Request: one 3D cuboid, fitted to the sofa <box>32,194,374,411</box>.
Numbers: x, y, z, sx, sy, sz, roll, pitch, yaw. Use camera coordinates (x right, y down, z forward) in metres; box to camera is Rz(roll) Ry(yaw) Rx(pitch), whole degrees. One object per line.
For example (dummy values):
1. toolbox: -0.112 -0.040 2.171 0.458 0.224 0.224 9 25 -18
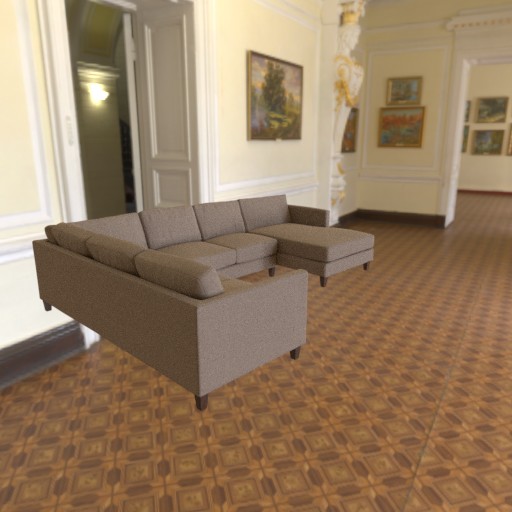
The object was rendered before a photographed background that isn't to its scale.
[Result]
1. sofa: 0.000 0.000 4.499 2.424 0.865 3.438 14 20 42
